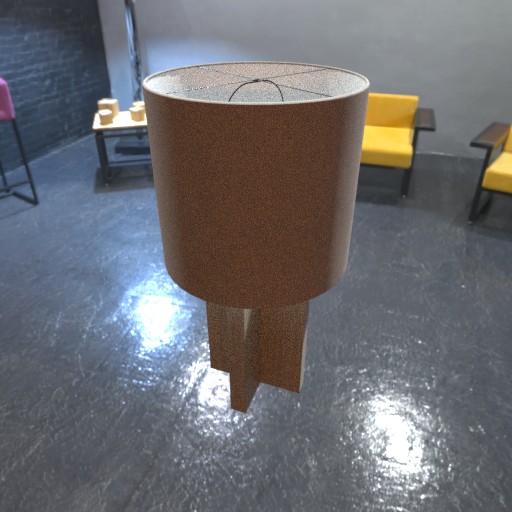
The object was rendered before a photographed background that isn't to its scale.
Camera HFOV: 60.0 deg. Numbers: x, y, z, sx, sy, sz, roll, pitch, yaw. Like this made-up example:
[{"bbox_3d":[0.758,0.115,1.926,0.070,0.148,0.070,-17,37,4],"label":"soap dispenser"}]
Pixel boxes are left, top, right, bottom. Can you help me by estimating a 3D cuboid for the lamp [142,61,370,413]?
[{"bbox_3d":[0.000,0.000,0.566,0.229,0.428,0.229,11,33,17],"label":"lamp"}]
